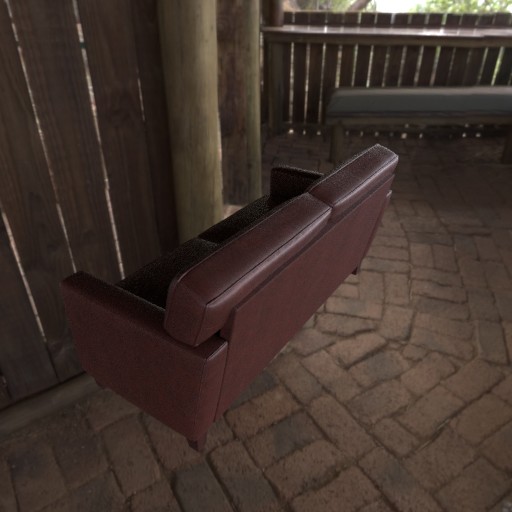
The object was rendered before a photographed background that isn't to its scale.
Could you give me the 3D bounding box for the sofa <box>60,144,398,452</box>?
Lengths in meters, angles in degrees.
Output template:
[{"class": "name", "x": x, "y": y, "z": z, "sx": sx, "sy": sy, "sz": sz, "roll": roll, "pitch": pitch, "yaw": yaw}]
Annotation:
[{"class": "sofa", "x": 0.000, "y": 0.000, "z": 2.441, "sx": 0.912, "sy": 0.928, "sz": 1.876, "roll": 20, "pitch": 36, "yaw": 29}]
